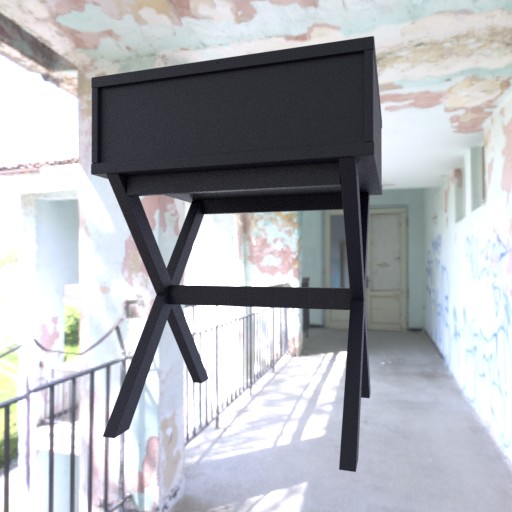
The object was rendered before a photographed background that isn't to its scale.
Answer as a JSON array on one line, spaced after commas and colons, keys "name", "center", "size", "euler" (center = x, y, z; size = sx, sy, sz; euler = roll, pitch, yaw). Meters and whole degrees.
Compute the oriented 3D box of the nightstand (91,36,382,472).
[{"name": "nightstand", "center": [0.000, 0.000, 0.892], "size": [0.479, 0.623, 0.402], "euler": [0, -1, 17]}]
